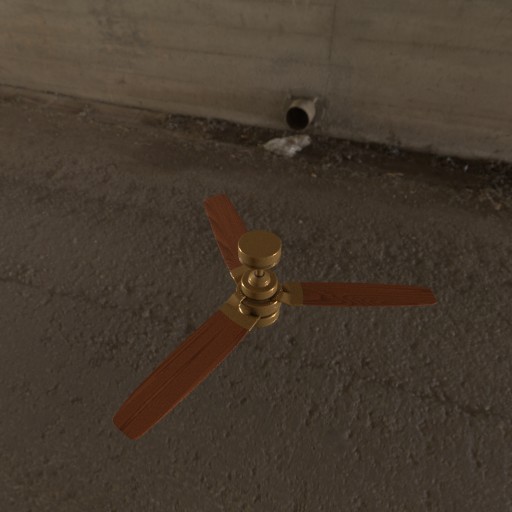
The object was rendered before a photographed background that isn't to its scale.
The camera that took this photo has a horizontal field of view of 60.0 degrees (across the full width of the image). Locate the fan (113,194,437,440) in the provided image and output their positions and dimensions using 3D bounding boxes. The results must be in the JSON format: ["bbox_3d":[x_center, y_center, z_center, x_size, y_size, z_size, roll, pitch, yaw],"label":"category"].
[{"bbox_3d":[0.000,0.000,2.025,1.416,0.425,1.271,-13,44,-14],"label":"fan"}]
